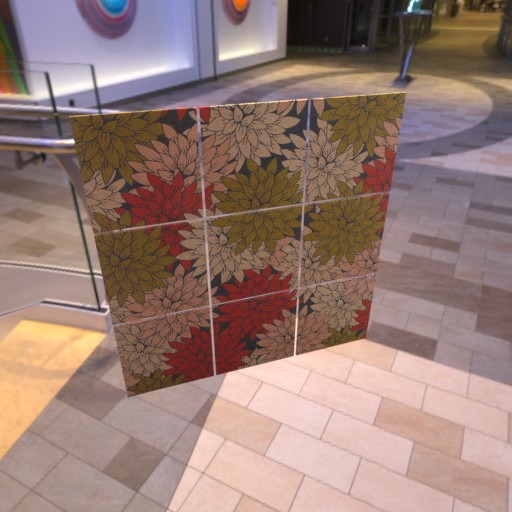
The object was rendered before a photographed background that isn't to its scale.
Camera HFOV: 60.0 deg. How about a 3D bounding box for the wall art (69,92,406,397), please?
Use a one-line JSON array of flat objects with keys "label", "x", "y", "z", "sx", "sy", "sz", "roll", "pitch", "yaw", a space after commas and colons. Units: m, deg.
[{"label": "wall art", "x": 0.000, "y": 0.000, "z": 2.305, "sx": 1.519, "sy": 1.534, "sz": 0.013, "roll": -10, "pitch": 32, "yaw": -16}]
